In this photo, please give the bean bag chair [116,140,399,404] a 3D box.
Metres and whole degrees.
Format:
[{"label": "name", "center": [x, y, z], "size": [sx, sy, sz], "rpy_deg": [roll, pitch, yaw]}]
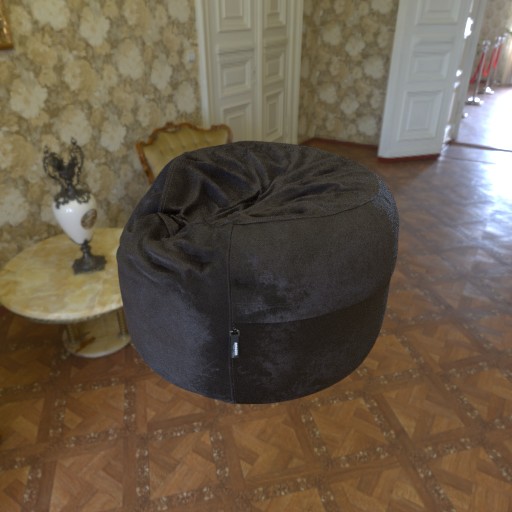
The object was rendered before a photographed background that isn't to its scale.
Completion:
[{"label": "bean bag chair", "center": [0.000, 0.000, 1.520], "size": [0.918, 0.605, 0.918], "rpy_deg": [0, 29, 0]}]
